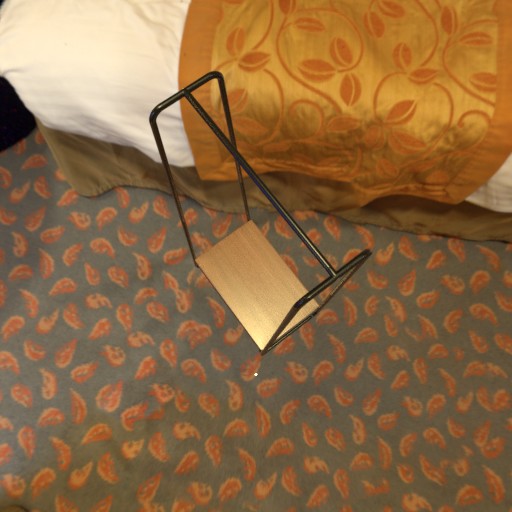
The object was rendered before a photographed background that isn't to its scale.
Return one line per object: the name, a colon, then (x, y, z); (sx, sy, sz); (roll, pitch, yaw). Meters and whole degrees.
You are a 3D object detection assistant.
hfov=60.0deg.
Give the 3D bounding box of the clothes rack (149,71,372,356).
clothes rack: (0.000, 0.000, 1.813); (0.400, 1.500, 0.640); (-36, 78, -9)
